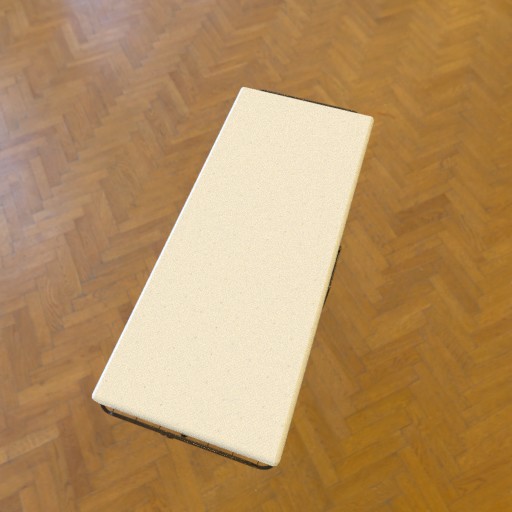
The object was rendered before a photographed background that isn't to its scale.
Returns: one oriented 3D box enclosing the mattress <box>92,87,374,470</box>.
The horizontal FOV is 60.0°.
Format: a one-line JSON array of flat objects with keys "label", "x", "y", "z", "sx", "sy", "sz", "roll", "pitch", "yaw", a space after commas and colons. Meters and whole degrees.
[{"label": "mattress", "x": 0.000, "y": 0.000, "z": 2.602, "sx": 0.922, "sy": 0.519, "sz": 2.153, "roll": 16, "pitch": 63, "yaw": 8}]
